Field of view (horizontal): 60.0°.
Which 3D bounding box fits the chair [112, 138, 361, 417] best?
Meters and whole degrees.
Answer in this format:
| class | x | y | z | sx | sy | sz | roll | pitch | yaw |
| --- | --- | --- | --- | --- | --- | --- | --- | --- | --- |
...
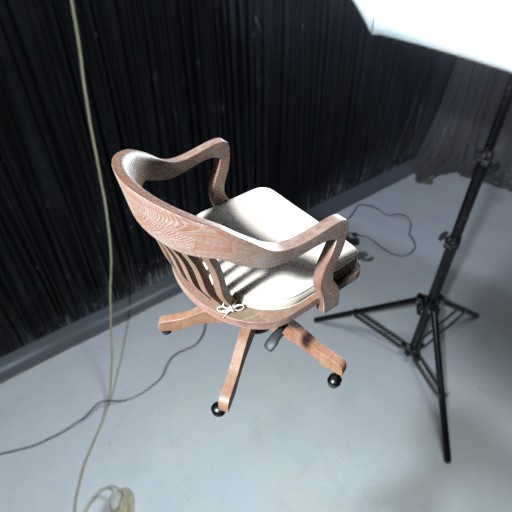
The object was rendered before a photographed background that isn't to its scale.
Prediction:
| class | x | y | z | sx | sy | sz | roll | pitch | yaw |
| --- | --- | --- | --- | --- | --- | --- | --- | --- | --- |
| chair | 0.000 | 0.000 | 1.513 | 0.788 | 0.878 | 0.750 | -27 | 48 | -27 |
